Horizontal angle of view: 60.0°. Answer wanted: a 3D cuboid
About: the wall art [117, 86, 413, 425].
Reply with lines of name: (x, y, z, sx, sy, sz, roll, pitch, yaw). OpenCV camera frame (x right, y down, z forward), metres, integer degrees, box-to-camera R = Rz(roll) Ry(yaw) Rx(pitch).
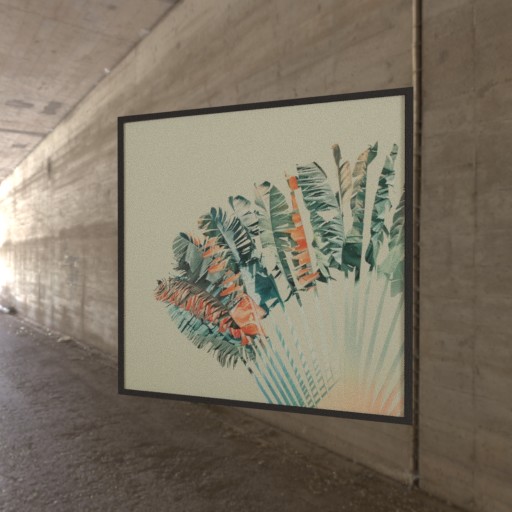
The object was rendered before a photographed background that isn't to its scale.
wall art: (0.000, 0.000, 0.454, 0.302, 0.300, 0.036, 0, 0, 17)
